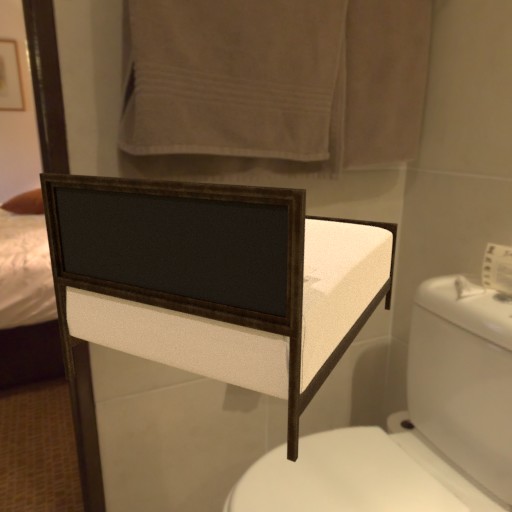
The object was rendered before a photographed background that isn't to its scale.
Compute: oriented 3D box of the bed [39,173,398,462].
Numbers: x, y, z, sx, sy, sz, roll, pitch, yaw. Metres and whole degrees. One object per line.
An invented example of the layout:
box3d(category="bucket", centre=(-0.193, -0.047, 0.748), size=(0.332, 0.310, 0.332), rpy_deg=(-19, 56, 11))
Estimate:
box3d(category="bed", centre=(0.000, 0.000, 3.272), size=(1.607, 1.313, 2.221), rpy_deg=(8, 18, 27))
